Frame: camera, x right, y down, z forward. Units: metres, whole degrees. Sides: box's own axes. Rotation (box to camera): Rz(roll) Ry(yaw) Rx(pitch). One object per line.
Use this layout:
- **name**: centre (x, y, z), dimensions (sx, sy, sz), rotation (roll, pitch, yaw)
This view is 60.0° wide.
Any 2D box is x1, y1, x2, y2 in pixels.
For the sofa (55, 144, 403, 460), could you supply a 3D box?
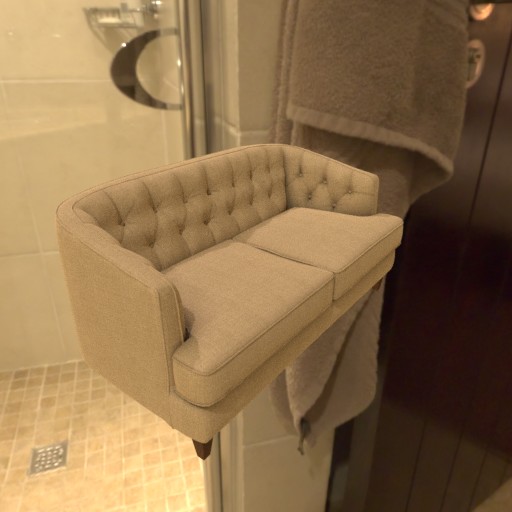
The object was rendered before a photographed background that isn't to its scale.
- **sofa**: centre (0.000, 0.000, 2.241), dimensions (0.941, 0.855, 1.733), rotation (18, 31, 33)
